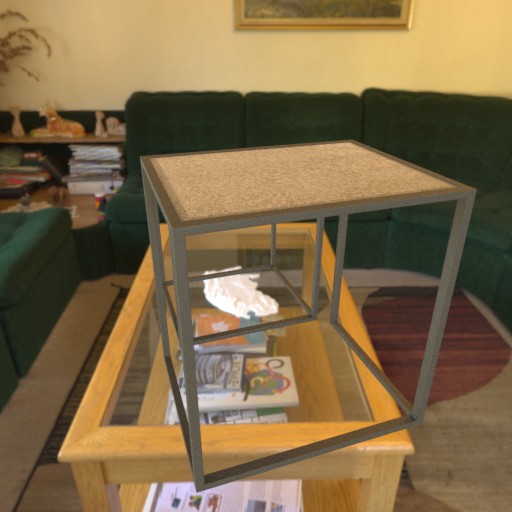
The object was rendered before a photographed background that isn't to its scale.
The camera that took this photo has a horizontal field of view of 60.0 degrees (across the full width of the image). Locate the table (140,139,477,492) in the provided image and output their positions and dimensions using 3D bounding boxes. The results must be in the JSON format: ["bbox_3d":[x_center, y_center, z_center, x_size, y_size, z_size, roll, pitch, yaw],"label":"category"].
[{"bbox_3d":[0.000,0.000,1.119,0.508,0.540,0.788,-9,28,-17],"label":"table"}]
